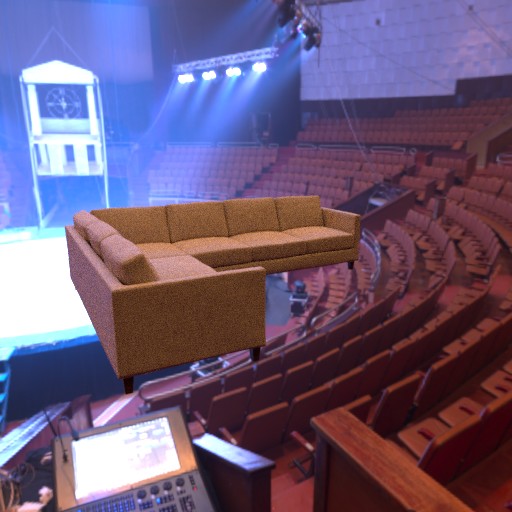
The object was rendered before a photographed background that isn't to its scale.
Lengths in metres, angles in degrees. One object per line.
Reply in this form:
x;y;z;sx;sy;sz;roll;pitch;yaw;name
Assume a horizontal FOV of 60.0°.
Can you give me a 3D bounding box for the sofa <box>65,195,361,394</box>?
0.000;0.000;4.318;3.182;0.863;2.432;-8;16;-28;sofa
